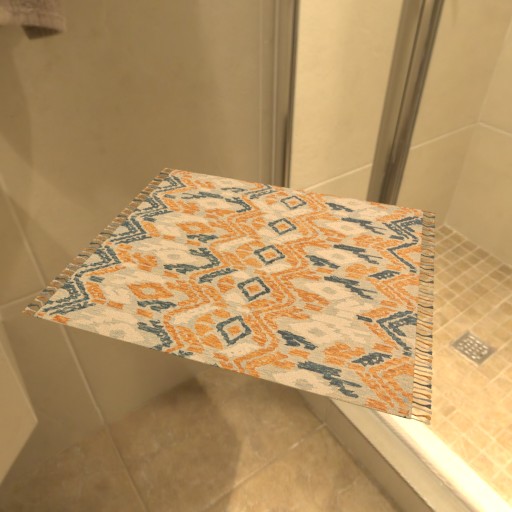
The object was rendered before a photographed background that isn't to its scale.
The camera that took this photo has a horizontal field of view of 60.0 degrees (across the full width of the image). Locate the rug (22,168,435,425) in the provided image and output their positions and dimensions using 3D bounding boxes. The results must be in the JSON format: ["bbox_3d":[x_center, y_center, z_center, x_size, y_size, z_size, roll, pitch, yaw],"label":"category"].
[{"bbox_3d":[0.000,0.000,3.969,3.048,0.010,2.439,12,41,14],"label":"rug"}]
